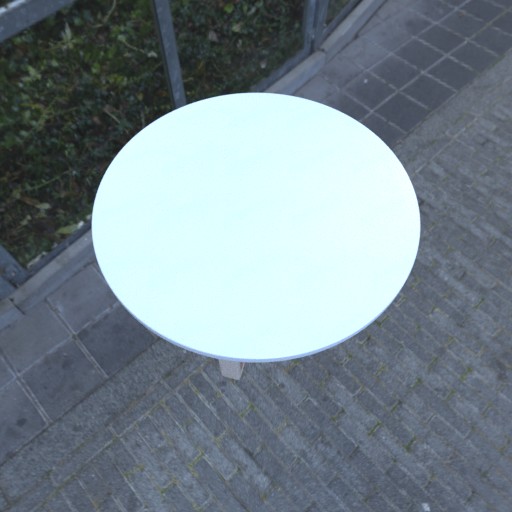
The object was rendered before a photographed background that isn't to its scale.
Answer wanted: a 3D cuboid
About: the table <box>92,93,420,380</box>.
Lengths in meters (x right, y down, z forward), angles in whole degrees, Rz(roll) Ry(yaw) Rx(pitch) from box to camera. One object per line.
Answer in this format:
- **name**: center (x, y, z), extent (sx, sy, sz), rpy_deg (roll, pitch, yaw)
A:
- **table**: center (0.000, 0.000, 0.994), extent (0.600, 0.400, 0.600), rpy_deg (0, 59, 0)
